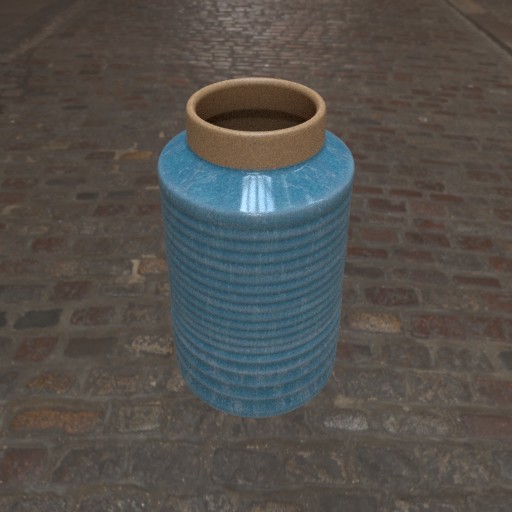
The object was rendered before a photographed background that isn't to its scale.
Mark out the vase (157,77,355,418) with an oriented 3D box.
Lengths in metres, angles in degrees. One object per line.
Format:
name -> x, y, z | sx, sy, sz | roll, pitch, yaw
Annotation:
vase -> 0.000, 0.000, 0.376 | 0.163, 0.267, 0.163 | 0, 42, 0
